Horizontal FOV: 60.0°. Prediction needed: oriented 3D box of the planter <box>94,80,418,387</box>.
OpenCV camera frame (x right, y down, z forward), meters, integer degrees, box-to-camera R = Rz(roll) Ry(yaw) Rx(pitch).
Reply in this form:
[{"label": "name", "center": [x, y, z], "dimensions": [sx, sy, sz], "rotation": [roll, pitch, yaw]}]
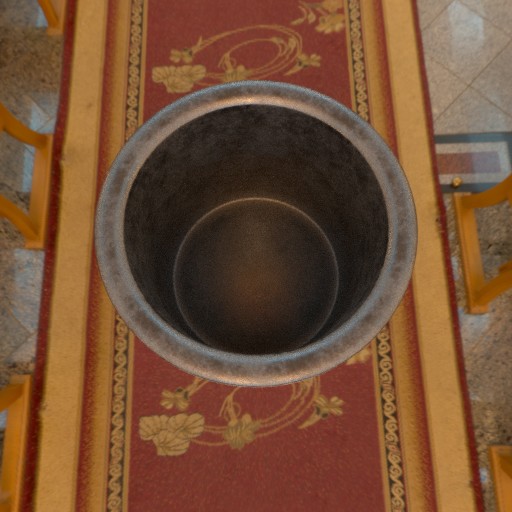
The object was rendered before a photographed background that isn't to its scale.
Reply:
[{"label": "planter", "center": [0.000, 0.000, 0.221], "dimensions": [0.125, 0.112, 0.125], "rotation": [0, 75, 0]}]
